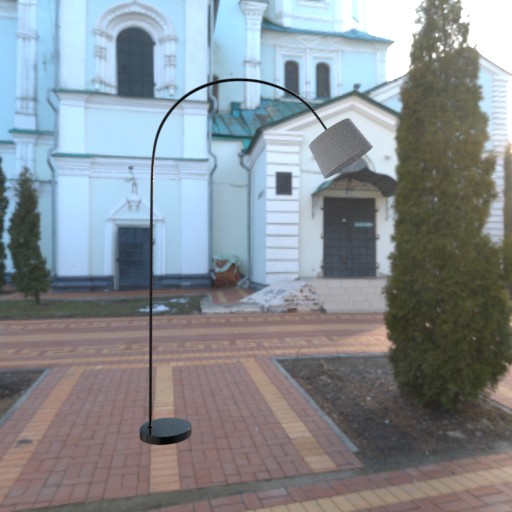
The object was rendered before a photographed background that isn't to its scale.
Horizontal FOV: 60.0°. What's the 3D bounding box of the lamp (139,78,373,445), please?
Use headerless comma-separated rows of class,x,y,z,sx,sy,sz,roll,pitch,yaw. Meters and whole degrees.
lamp,0.000,0.000,2.609,1.363,2.104,0.331,0,0,1
